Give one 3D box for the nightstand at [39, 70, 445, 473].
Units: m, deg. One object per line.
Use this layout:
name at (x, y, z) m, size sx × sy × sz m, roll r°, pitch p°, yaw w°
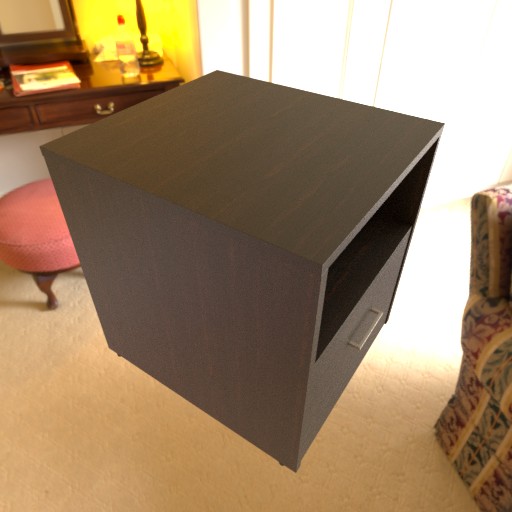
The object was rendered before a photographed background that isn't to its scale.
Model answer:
nightstand at (0.000, 0.000, 0.794) m, size 0.461 × 0.460 × 0.400 m, roll 24°, pitch 46°, yaw 26°
